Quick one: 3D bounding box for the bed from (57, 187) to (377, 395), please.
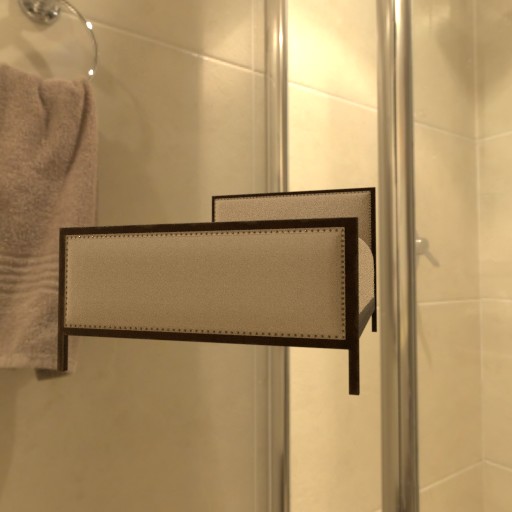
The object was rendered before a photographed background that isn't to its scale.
[{"bbox_3d":[0.000,0.000,3.218,1.607,1.313,2.221,-1,-2,17],"label":"bed"}]
